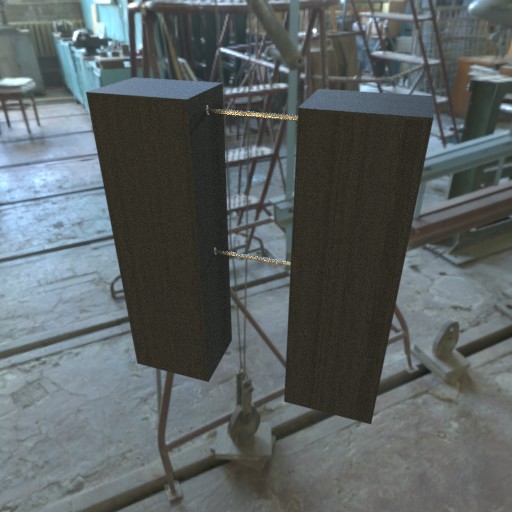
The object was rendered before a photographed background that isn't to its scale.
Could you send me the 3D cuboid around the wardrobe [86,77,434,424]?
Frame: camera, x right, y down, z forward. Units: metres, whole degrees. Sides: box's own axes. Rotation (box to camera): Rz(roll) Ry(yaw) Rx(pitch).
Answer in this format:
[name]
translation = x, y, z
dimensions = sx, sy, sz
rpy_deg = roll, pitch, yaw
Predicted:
[wardrobe]
translation = 0.000, 0.000, 2.858
dimensions = 1.770, 2.000, 0.480
rpy_deg = 10, 32, 16
